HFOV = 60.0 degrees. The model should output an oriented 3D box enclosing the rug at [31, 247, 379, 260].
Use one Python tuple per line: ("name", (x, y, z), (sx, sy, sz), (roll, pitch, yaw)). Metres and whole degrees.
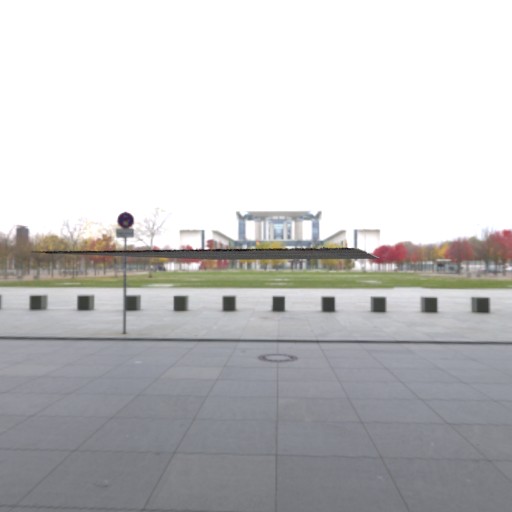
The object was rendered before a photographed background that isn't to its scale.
("rug", (0.000, 0.000, 2.358), (1.217, 0.012, 1.848), (0, -1, 18))
